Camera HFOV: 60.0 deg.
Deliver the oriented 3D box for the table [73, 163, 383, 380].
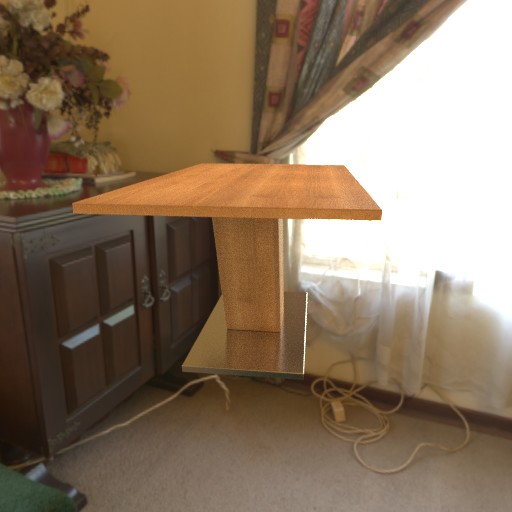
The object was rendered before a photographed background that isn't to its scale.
[{"bbox_3d":[0.000,0.000,2.131,0.900,0.750,1.600,2,16,7],"label":"table"}]
